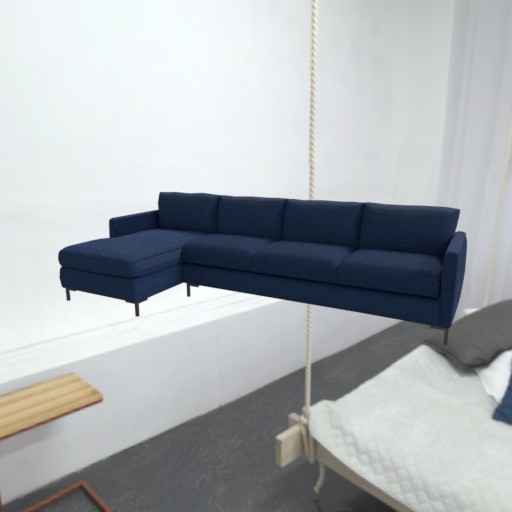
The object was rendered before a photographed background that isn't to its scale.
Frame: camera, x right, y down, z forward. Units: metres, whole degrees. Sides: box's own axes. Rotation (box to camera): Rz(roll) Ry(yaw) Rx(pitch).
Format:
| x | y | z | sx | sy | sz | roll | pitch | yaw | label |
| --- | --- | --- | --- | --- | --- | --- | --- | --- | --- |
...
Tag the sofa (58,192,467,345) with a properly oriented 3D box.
| x | y | z | sx | sy | sz | roll | pitch | yaw | label |
| --- | --- | --- | --- | --- | --- | --- | --- | --- | --- |
| 0.000 | 0.000 | 2.884 | 2.450 | 0.679 | 1.128 | 7 | 15 | 27 | sofa |
